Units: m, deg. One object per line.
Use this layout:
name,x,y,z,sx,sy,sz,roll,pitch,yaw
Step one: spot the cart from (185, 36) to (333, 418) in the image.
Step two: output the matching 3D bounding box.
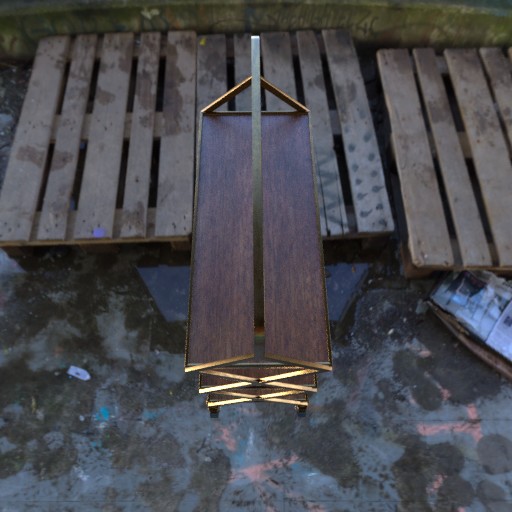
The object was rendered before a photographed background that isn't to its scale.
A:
cart,0.000,0.000,1.171,0.313,0.805,0.723,-1,64,0
